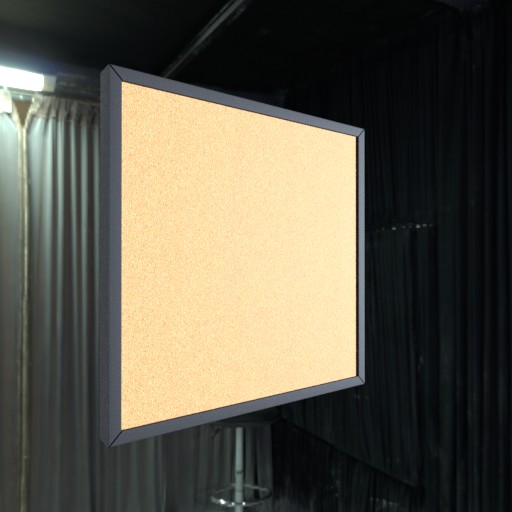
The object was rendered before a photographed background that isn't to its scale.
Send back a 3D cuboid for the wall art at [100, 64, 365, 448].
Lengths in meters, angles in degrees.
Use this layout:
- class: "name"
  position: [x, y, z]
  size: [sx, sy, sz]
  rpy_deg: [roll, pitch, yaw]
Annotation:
- class: "wall art"
  position: [0.000, 0.000, 0.748]
  size: [0.508, 0.508, 0.037]
  rpy_deg: [0, 0, -36]
